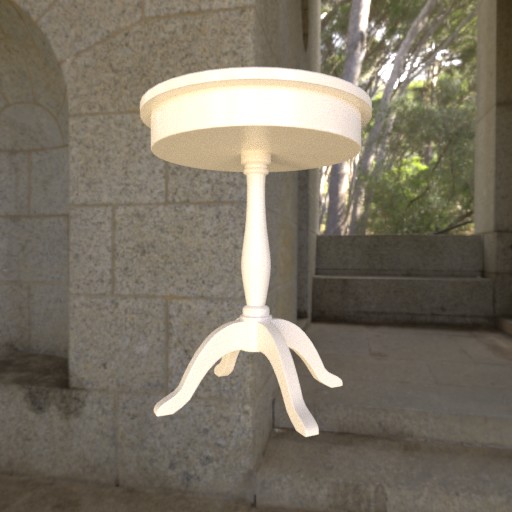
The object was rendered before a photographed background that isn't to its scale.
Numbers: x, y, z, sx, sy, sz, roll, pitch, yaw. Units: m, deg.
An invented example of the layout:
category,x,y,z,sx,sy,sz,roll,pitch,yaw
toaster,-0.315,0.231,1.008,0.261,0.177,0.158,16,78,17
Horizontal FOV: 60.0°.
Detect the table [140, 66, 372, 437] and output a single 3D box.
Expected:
category,x,y,z,sx,sy,sz,roll,pitch,yaw
table,0.000,0.000,1.015,0.513,0.653,0.513,0,1,0
